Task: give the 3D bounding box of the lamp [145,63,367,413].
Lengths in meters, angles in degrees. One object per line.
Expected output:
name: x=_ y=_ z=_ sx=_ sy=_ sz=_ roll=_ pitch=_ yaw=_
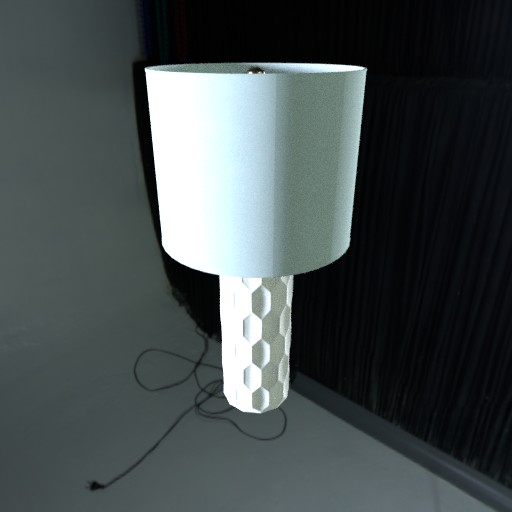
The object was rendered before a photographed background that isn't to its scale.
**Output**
lamp: x=0.000 y=0.000 z=0.681 sx=0.277 sy=0.534 sz=0.277 roll=18 pitch=31 yaw=32
